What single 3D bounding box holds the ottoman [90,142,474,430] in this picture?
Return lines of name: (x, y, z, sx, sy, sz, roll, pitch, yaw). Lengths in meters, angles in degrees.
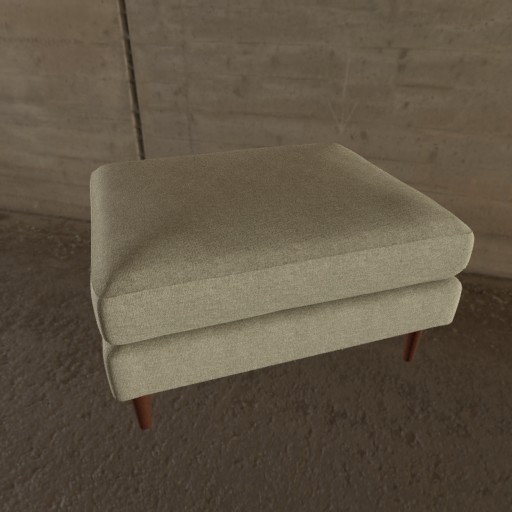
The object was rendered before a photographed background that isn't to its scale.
ottoman: (0.000, 0.000, 1.230, 0.821, 0.474, 0.693, -9, 32, -15)
